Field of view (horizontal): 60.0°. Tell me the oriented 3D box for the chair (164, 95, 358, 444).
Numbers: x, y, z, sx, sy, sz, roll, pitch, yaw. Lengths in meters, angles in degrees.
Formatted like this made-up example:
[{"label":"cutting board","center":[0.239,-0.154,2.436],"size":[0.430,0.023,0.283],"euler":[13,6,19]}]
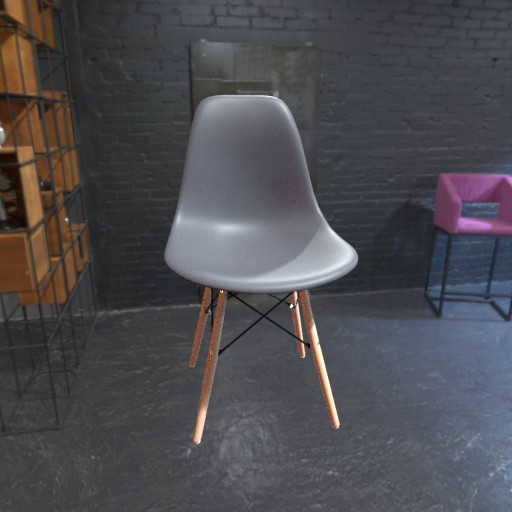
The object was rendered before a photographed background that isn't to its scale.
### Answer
[{"label":"chair","center":[0.000,0.000,1.176],"size":[0.470,0.826,0.533],"euler":[-3,18,-9]}]
